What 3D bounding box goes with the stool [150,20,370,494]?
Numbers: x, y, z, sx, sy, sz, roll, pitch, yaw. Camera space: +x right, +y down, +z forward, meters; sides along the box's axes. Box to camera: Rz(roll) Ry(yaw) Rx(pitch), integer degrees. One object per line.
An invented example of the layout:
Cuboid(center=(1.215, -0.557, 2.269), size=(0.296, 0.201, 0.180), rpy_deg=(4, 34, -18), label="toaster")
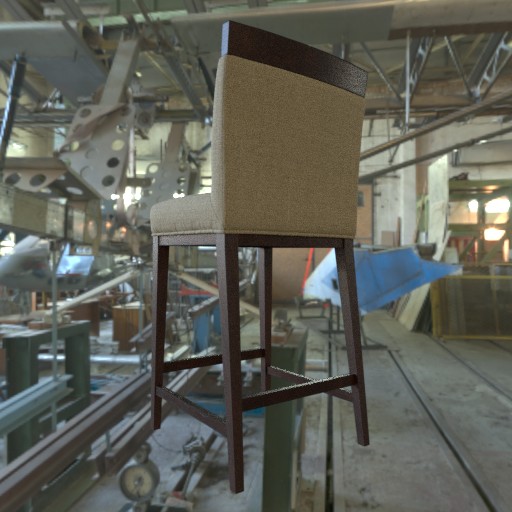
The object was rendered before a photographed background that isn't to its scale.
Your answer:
Cuboid(center=(0.000, 0.000, 1.244), size=(0.463, 1.011, 0.480), rpy_deg=(0, -1, -36), label="stool")
